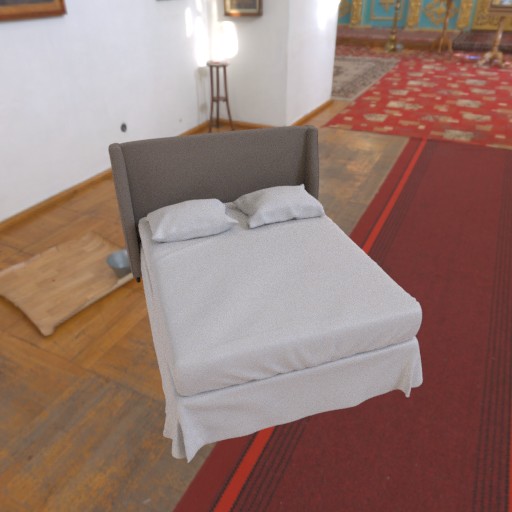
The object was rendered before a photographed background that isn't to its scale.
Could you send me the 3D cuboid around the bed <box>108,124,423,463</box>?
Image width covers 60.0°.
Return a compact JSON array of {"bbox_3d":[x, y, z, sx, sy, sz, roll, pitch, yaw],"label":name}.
[{"bbox_3d":[0.000,0.000,3.465,1.925,1.332,2.276,-10,33,-16],"label":"bed"}]
